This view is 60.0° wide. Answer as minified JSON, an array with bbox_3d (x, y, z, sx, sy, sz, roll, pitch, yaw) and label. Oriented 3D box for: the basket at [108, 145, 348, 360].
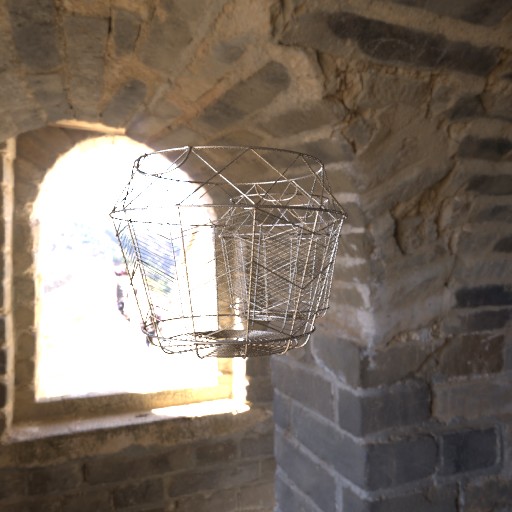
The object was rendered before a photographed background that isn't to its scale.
[{"bbox_3d":[0.000,0.000,1.033,0.451,0.343,0.805,0,0,17],"label":"basket"}]
